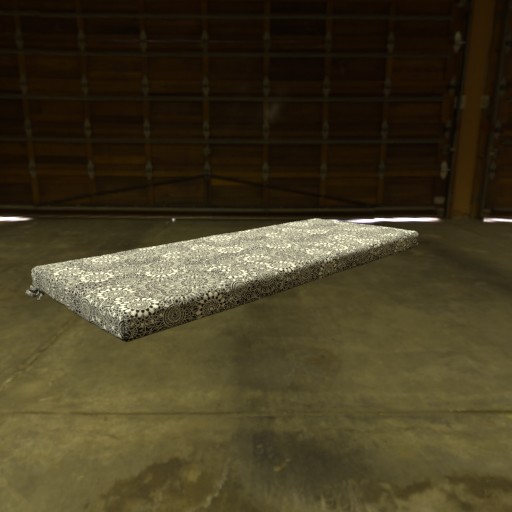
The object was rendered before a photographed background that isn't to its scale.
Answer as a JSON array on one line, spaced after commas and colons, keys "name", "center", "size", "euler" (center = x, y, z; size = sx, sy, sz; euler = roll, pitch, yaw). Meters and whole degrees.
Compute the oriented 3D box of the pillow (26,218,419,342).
[{"name": "pillow", "center": [0.000, 0.000, 1.330], "size": [0.492, 0.081, 1.187], "euler": [13, 19, 43]}]
